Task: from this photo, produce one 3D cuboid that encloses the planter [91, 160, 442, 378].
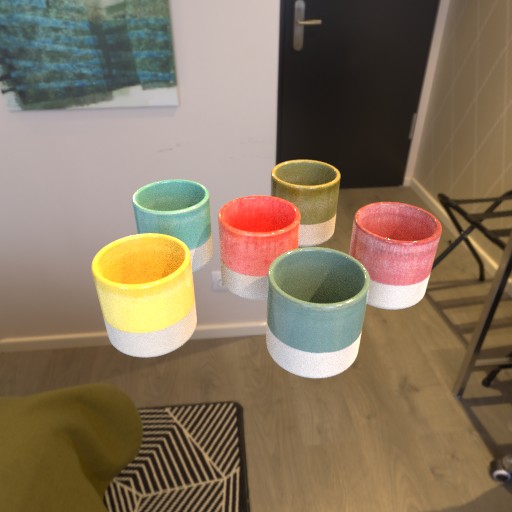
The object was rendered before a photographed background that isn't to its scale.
[{"bbox_3d":[0.000,0.000,0.412,0.286,0.075,0.257,-22,40,-29],"label":"planter"}]
